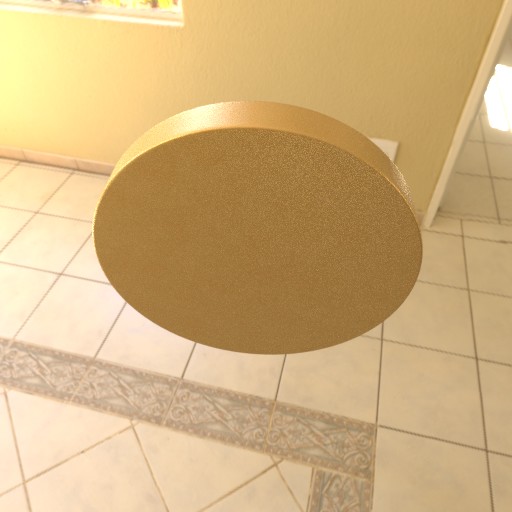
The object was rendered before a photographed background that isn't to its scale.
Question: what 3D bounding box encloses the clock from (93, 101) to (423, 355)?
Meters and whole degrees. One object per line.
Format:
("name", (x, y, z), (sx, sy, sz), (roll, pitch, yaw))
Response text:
("clock", (0.000, 0.000, 0.447), (0.314, 0.314, 0.040), (3, 47, 3))
